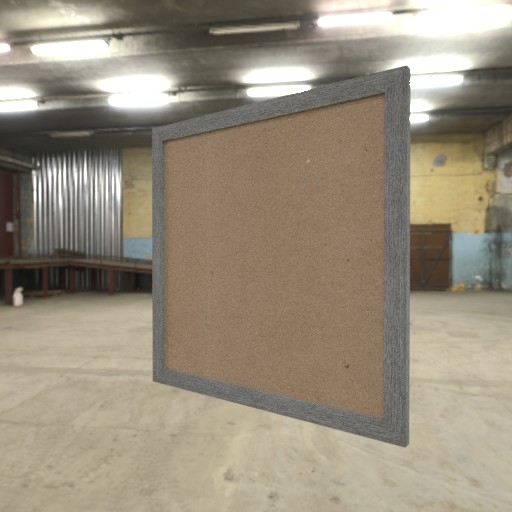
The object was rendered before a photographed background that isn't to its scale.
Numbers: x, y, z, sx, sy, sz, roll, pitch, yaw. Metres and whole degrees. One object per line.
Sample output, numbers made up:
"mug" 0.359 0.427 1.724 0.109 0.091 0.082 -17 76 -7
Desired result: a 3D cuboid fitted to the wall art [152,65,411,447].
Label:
"wall art" 0.000 0.000 1.005 0.685 0.685 0.020 0 1 37
